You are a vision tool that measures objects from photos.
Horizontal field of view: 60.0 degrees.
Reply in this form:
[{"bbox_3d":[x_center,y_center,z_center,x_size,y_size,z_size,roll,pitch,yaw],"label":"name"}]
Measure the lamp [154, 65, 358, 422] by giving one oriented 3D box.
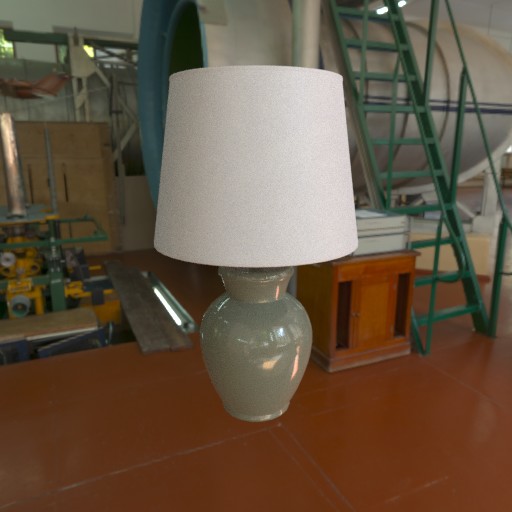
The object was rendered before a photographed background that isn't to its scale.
[{"bbox_3d":[0.000,0.000,0.536,0.239,0.399,0.239,0,14,0],"label":"lamp"}]
